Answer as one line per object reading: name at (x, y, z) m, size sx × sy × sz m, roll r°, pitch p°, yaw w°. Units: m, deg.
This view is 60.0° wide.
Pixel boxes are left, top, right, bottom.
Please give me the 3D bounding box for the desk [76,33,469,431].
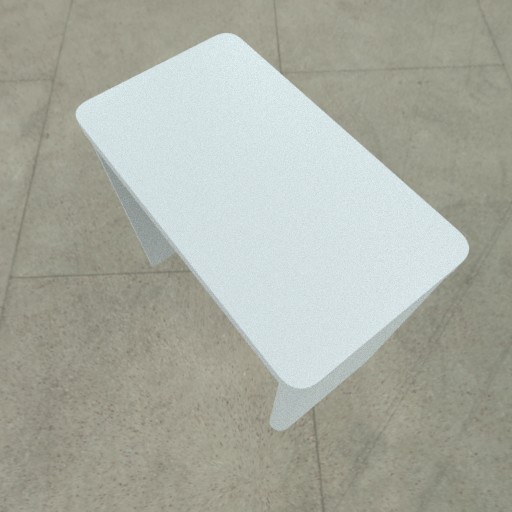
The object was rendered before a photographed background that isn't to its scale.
desk at (0.000, 0.000, 1.251) m, size 0.446 × 0.760 × 0.790 m, roll -35°, pitch 68°, yaw -16°
